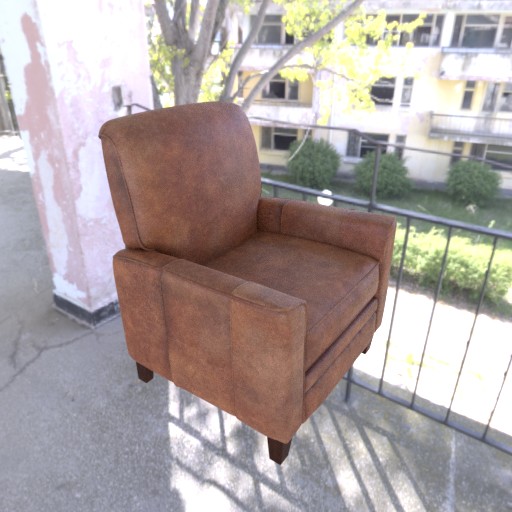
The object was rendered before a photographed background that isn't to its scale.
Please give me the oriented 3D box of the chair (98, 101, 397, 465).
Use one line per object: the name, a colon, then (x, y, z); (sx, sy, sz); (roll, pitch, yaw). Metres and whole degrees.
chair: (0.000, 0.000, 1.700); (0.836, 1.043, 0.843); (18, 31, 31)
